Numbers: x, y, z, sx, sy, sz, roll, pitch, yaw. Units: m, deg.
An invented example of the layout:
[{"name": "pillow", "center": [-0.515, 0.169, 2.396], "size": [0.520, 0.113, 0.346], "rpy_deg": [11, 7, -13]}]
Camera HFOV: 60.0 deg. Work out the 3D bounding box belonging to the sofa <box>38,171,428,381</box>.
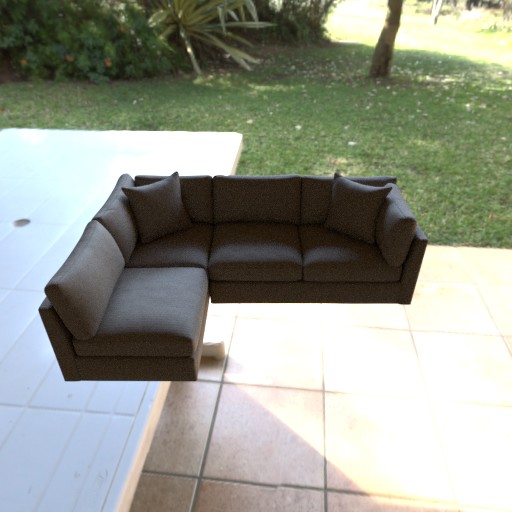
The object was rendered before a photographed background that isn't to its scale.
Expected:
[{"name": "sofa", "center": [0.000, 0.000, 3.857], "size": [2.896, 0.978, 1.994], "rpy_deg": [0, 32, 0]}]
